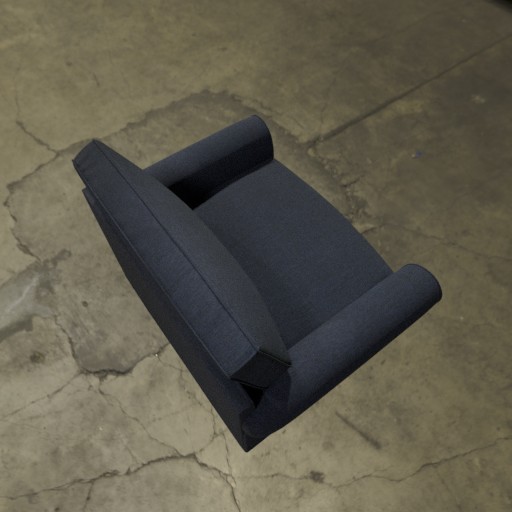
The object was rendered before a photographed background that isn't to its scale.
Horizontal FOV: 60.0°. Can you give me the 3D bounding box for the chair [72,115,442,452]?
[{"bbox_3d":[0.000,0.000,1.946,0.963,1.044,1.285,-32,64,-18],"label":"chair"}]
